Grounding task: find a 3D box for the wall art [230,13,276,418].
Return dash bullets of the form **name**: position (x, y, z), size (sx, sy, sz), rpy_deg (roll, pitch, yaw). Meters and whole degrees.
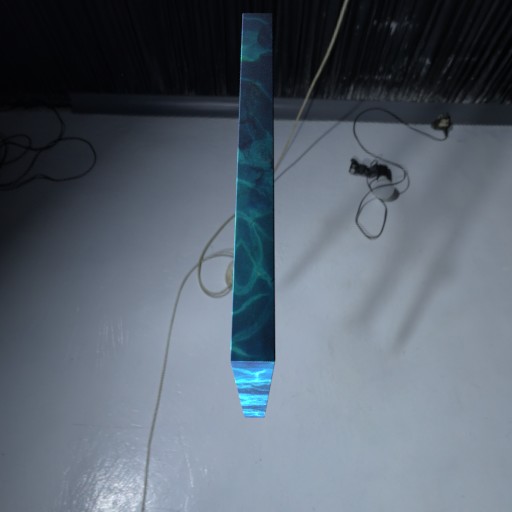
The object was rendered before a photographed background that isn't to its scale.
- **wall art**: position (0.000, 0.000, 0.692), size (0.038, 0.508, 0.432), rpy_deg (1, 65, 0)
